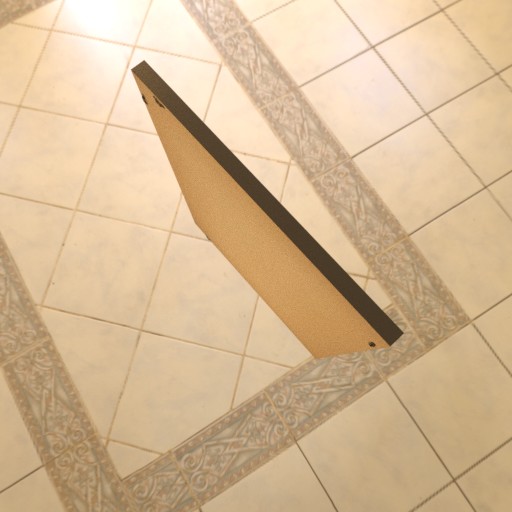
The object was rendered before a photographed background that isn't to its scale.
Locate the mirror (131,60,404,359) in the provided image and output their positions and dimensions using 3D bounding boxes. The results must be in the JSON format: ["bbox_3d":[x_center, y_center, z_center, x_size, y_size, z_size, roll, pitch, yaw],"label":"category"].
[{"bbox_3d":[0.000,0.000,1.357,0.041,1.016,0.762,-40,79,-9],"label":"mirror"}]
